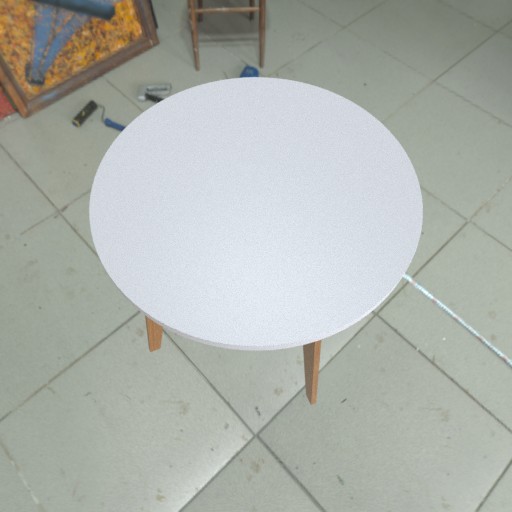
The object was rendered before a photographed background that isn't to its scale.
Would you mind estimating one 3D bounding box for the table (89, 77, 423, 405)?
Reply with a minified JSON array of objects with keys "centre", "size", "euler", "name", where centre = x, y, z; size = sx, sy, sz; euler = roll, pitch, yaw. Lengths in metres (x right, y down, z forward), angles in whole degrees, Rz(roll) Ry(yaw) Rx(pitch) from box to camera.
[{"centre":[0.000,0.000,1.540],"size":[0.896,0.762,0.896],"euler":[0,60,0],"name":"table"}]
